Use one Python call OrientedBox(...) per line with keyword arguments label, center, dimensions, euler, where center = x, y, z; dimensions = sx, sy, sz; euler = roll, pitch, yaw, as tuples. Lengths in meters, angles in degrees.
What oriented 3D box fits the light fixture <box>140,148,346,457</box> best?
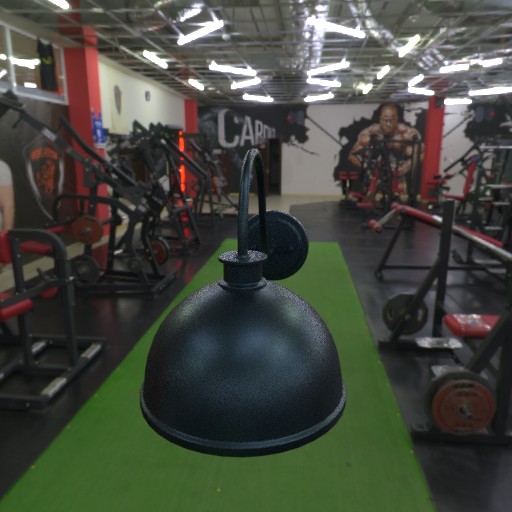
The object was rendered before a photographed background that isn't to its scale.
OrientedBox(label="light fixture", center=(0.000, 0.000, 0.625), dimensions=(0.253, 0.295, 0.467), euler=(2, 14, 8))
